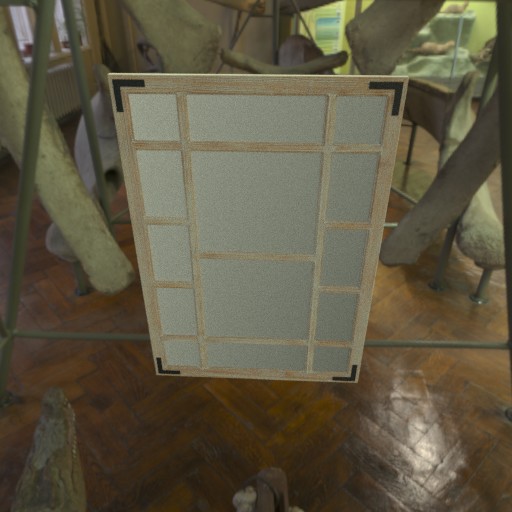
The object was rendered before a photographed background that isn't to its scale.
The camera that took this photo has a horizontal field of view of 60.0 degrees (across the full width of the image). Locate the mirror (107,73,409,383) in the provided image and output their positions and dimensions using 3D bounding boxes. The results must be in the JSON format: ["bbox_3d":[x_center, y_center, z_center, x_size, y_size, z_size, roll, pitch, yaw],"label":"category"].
[{"bbox_3d":[0.000,0.000,1.300,0.705,0.996,0.025,2,31,3],"label":"mirror"}]
